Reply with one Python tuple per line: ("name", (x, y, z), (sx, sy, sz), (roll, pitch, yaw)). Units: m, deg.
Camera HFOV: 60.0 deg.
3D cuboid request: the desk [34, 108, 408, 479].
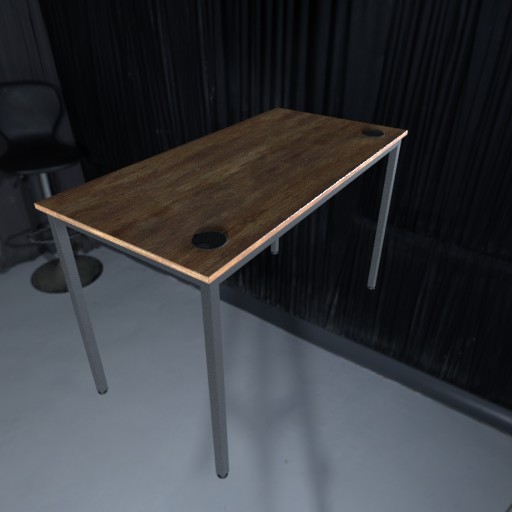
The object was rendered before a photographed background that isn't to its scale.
("desk", (0.000, 0.000, 1.646), (0.600, 0.749, 1.200), (20, 38, 29))
